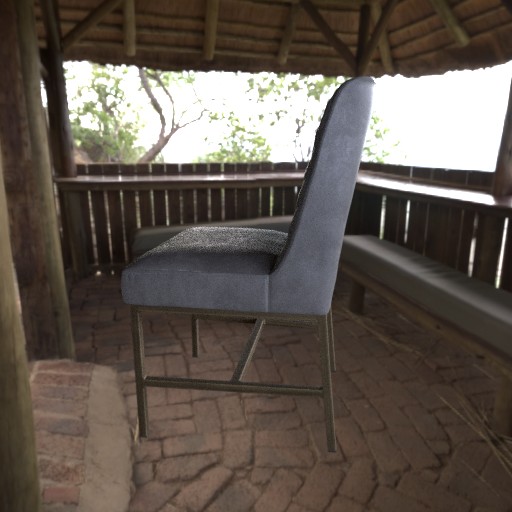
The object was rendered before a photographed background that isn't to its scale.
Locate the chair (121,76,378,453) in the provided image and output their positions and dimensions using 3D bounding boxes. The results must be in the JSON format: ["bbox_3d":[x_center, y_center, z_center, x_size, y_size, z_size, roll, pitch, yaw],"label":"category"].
[{"bbox_3d":[0.000,0.000,1.245,0.587,0.889,0.508,2,14,9],"label":"chair"}]
